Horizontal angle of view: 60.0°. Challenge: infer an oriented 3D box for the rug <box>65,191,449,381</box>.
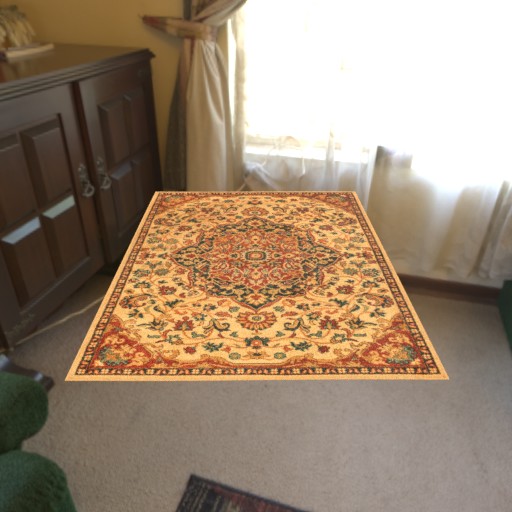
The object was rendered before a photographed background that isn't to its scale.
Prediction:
[{"bbox_3d":[0.000,0.000,4.134,2.454,0.005,3.067,0,31,0],"label":"rug"}]
